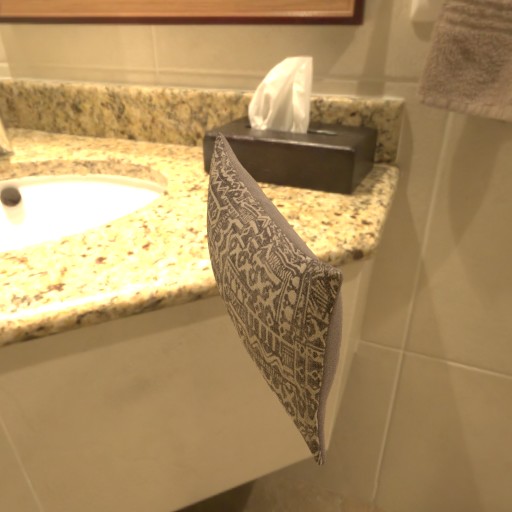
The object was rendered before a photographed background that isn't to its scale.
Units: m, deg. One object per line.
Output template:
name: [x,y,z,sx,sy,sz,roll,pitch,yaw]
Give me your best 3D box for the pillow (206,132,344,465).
pillow: [0.000,0.000,0.769,0.148,0.290,0.631,-8,30,-14]
